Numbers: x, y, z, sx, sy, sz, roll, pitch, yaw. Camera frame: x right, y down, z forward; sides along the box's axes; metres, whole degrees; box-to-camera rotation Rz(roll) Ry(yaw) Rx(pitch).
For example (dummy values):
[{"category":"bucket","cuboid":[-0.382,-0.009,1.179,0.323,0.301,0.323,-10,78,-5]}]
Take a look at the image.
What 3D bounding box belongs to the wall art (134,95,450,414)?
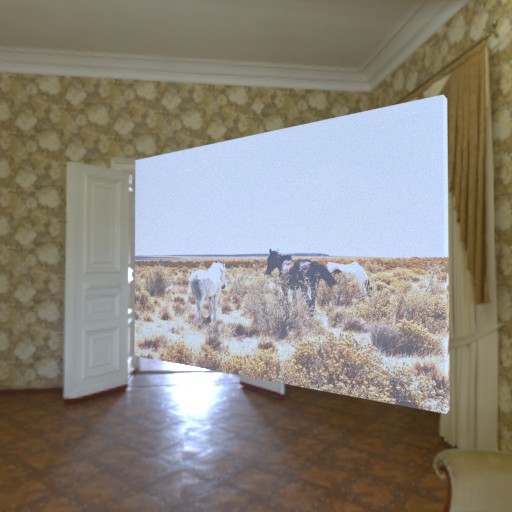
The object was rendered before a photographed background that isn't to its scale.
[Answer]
[{"category":"wall art","cuboid":[0.000,0.000,1.875,1.520,1.016,0.051,-1,-1,36]}]
